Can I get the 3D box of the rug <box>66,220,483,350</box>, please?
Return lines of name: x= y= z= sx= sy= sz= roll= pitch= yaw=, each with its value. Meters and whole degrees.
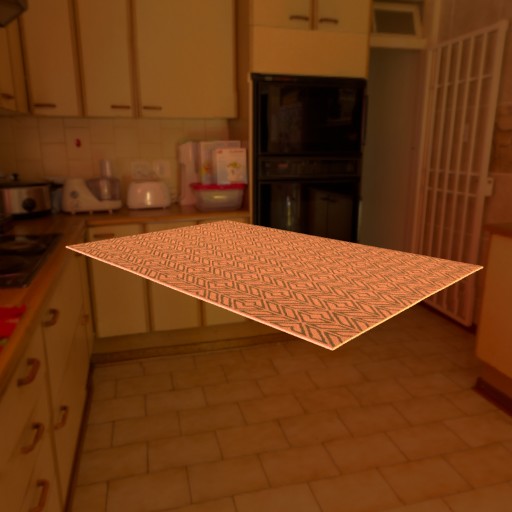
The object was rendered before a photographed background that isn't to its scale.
rug: x=0.000 y=0.000 z=2.308 sx=1.828 sy=0.007 sz=1.220 roll=14 pitch=20 yaw=43
